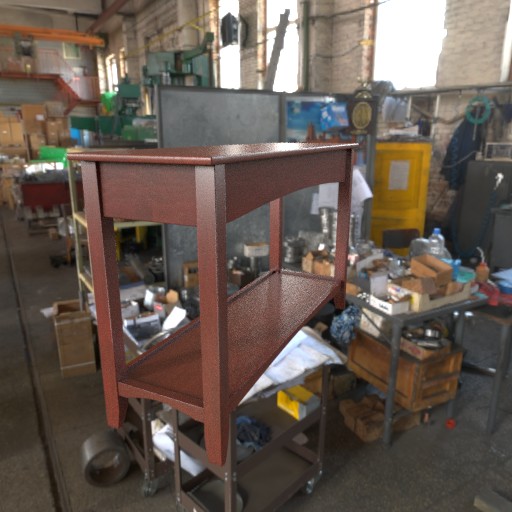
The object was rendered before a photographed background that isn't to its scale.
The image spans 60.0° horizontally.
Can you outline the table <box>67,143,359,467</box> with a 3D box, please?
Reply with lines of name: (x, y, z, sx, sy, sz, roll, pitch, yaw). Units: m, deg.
table: (0.000, 0.000, 1.545, 0.392, 0.739, 1.188, 7, 17, 25)
